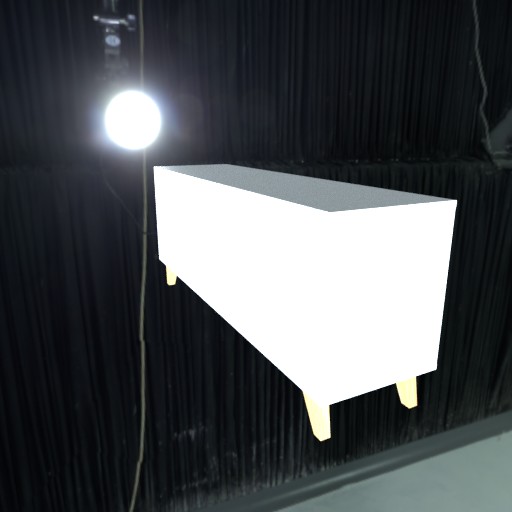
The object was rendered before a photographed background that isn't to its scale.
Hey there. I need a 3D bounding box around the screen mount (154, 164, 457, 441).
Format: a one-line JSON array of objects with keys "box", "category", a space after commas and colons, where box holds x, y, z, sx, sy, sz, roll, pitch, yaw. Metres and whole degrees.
[{"box": [0.000, 0.000, 1.776, 0.400, 0.619, 1.490, -8, 17, -26], "category": "screen mount"}]
